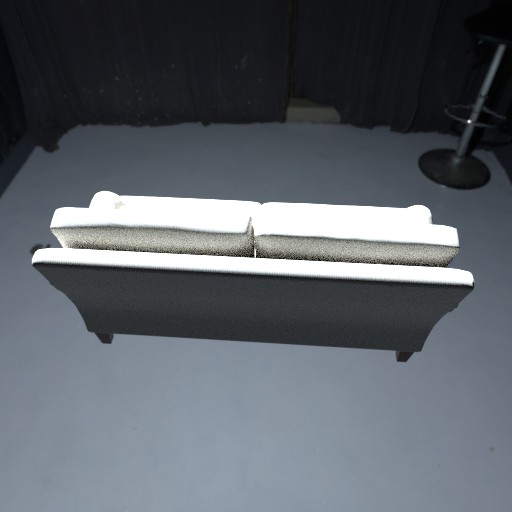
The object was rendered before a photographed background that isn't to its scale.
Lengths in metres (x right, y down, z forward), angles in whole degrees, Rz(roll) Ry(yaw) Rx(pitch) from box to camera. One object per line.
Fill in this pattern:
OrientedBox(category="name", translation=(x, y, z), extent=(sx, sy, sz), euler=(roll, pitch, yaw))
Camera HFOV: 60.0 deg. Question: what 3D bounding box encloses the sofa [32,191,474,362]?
OrientedBox(category="sofa", translation=(0.000, 0.000, 2.749), extent=(2.159, 1.087, 1.086), euler=(3, 47, 3))
